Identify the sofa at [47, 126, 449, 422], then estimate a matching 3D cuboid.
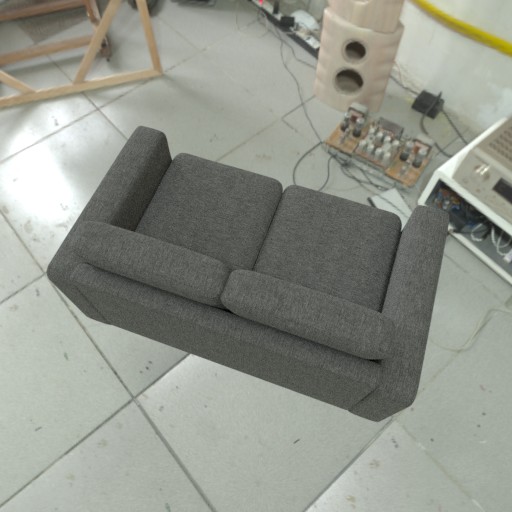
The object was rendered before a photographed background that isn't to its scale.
[{"bbox_3d":[0.000,0.000,1.995,1.520,0.800,0.900,18,64,9],"label":"sofa"}]
